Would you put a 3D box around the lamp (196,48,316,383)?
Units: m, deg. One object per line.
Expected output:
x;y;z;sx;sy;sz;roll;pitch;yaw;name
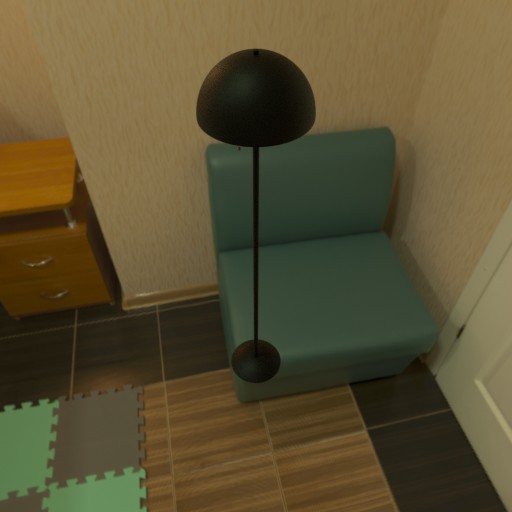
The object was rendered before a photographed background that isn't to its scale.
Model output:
0.000;0.000;1.633;0.328;1.480;0.328;-33;55;-27;lamp
